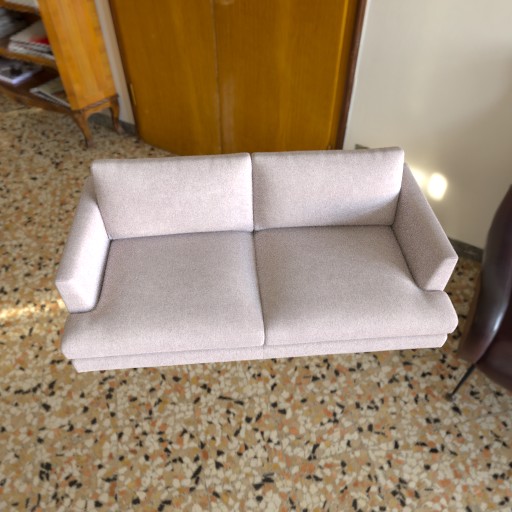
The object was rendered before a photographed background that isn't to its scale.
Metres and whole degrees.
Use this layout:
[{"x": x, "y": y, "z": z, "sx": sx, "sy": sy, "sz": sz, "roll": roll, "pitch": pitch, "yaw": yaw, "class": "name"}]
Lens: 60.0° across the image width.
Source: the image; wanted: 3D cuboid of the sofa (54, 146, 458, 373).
[{"x": 0.000, "y": 0.000, "z": 2.465, "sx": 1.948, "sy": 0.868, "sz": 1.020, "roll": -3, "pitch": 46, "yaw": -3, "class": "sofa"}]
